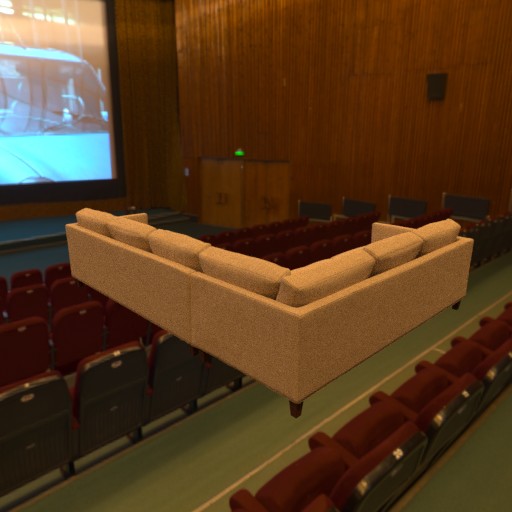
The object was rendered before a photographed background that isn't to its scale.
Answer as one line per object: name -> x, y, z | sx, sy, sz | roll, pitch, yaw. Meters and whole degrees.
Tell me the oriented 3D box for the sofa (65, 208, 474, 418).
sofa -> 0.000, 0.000, 4.356 | 2.432, 0.863, 3.182 | -16, 23, -42
